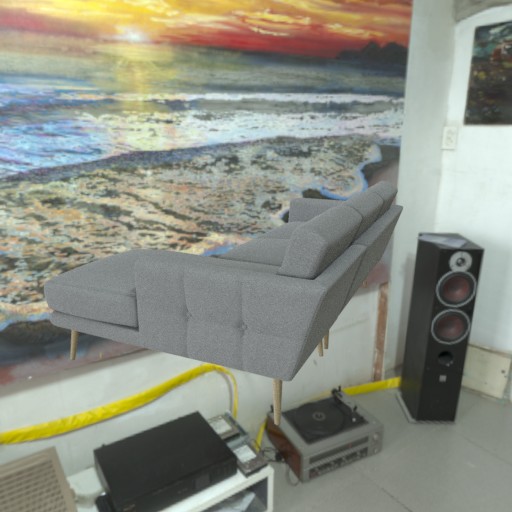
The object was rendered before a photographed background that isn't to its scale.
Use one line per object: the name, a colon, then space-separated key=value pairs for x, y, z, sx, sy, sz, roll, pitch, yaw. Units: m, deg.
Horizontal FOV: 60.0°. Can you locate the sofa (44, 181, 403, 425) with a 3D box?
sofa: x=0.000 y=0.000 z=2.870 sx=1.530 sy=0.860 sz=2.040 roll=8 pitch=18 yaw=24
